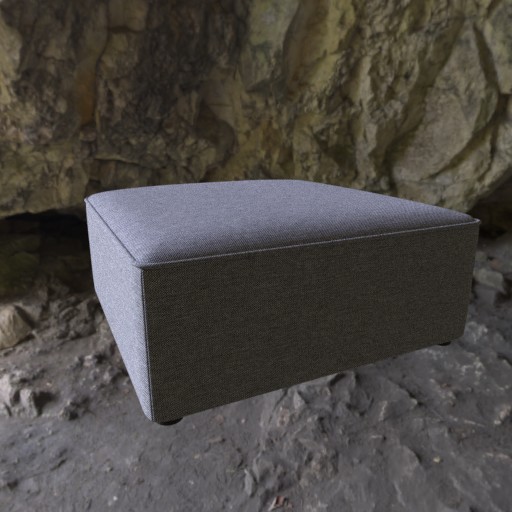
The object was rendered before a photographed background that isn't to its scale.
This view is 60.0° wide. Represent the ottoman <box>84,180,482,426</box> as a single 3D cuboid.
[{"bbox_3d":[0.000,0.000,1.547,1.005,0.455,1.005,-8,18,-25],"label":"ottoman"}]
